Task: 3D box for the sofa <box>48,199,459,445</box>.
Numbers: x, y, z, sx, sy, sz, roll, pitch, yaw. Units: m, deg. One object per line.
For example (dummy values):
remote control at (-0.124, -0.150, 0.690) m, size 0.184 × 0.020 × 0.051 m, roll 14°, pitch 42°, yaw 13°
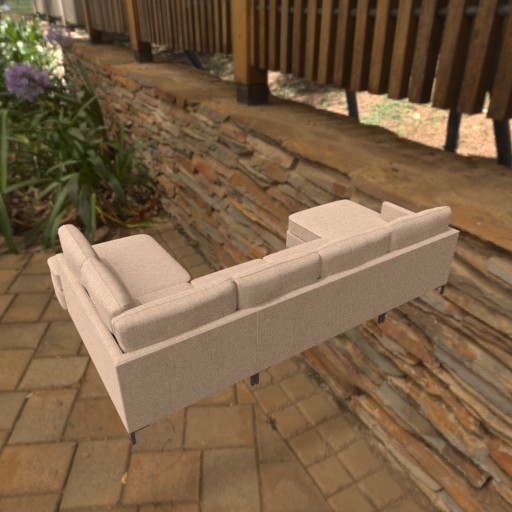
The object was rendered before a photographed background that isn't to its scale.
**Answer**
sofa at (0.000, 0.000, 4.284) m, size 3.423 × 0.996 × 2.021 m, roll -18°, pitch 34°, yaw -29°
